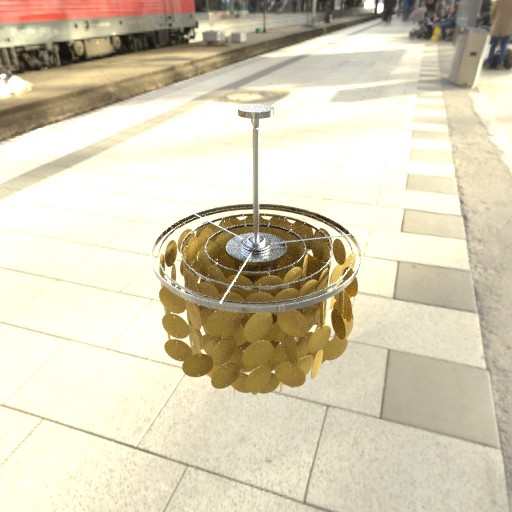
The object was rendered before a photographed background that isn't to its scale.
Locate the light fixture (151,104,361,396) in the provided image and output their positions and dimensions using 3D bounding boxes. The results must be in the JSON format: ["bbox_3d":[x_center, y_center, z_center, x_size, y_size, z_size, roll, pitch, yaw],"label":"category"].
[{"bbox_3d":[0.000,0.000,0.765,0.368,0.492,0.368,0,30,0],"label":"light fixture"}]
